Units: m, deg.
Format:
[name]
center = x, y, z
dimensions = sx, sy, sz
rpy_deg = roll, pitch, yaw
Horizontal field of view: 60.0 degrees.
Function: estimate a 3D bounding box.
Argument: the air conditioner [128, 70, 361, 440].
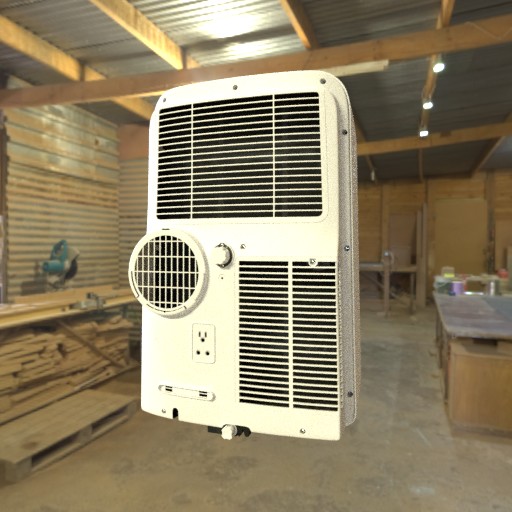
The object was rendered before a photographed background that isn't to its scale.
[air conditioner]
center = 0.000, 0.000, 0.978
dimensions = 0.454, 0.700, 0.365
rpy_deg = 1, 2, 19
